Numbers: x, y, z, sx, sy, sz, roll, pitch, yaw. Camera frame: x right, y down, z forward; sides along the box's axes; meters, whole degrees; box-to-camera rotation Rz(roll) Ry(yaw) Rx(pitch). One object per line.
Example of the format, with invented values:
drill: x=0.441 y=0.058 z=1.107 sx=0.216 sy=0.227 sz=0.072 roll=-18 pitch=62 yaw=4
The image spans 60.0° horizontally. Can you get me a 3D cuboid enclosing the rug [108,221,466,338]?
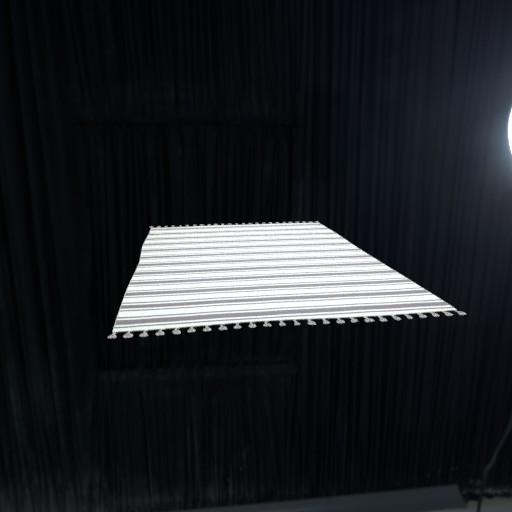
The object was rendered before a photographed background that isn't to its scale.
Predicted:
rug: x=0.000 y=0.000 z=3.880 sx=2.030 sy=0.017 sz=3.040 roll=-2 pitch=15 yaw=-9
